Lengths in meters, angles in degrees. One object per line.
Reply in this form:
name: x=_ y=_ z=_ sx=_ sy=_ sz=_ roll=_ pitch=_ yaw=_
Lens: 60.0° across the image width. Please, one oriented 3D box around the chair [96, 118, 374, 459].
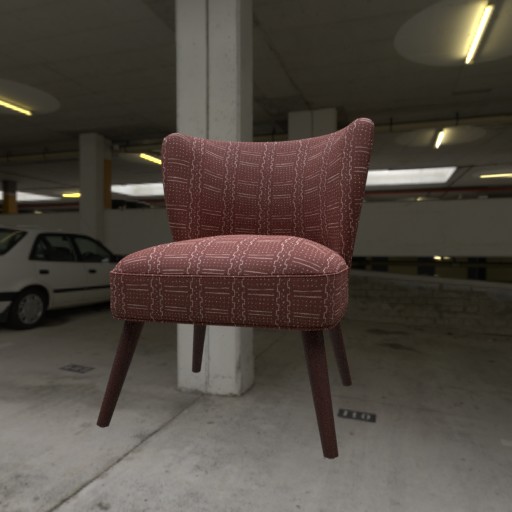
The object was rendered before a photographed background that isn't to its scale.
chair: x=0.000 y=0.000 z=1.383 sx=0.706 sy=0.866 sz=0.758 roll=0 pitch=1 yaw=17
